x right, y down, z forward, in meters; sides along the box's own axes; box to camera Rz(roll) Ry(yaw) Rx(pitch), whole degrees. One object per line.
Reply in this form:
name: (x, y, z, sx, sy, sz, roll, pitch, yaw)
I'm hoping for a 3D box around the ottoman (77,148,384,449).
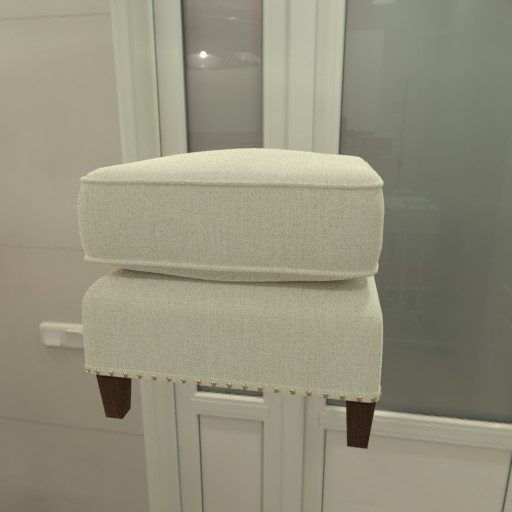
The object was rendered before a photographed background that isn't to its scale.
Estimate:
ottoman: (0.000, 0.000, 1.135, 0.589, 0.537, 0.738, 3, 16, 10)
